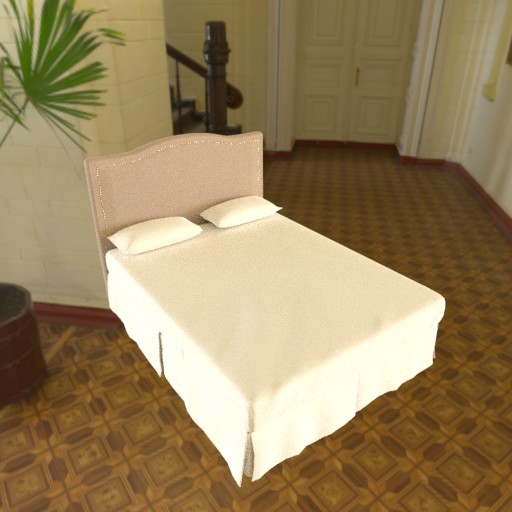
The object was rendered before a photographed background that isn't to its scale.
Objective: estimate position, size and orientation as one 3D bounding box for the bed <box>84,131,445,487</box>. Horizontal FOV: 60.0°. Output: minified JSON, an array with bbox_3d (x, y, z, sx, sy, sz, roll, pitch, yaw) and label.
[{"bbox_3d":[0.000,0.000,3.389,1.821,1.436,2.282,-19,33,-31],"label":"bed"}]
